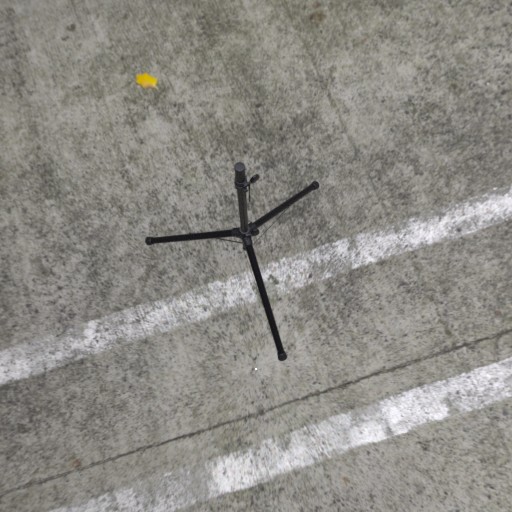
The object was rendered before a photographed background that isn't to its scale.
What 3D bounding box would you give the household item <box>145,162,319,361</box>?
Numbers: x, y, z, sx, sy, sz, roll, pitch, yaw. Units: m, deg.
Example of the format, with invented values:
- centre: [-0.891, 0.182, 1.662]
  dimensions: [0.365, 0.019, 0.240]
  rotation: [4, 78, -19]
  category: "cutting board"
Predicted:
- centre: [0.000, 0.000, 1.908]
  dimensions: [1.045, 1.136, 0.907]
  rotation: [-17, 76, -4]
  category: "household item"
